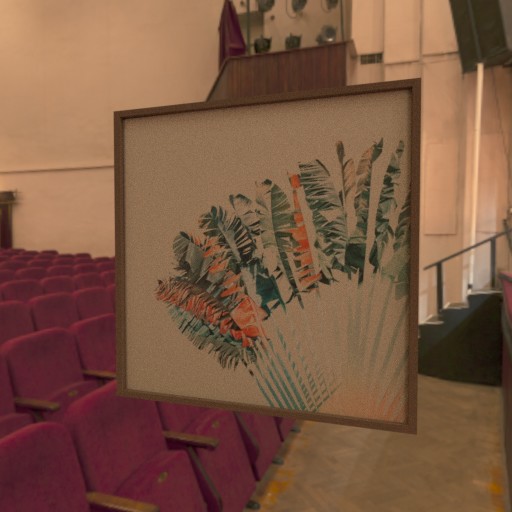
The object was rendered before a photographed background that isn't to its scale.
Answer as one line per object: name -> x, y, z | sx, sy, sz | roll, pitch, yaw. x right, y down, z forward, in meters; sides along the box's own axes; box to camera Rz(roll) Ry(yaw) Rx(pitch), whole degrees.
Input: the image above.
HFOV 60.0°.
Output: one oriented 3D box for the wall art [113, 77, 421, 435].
wall art -> 0.000, 0.000, 0.442 | 0.304, 0.303, 0.038 | 1, 2, 19
